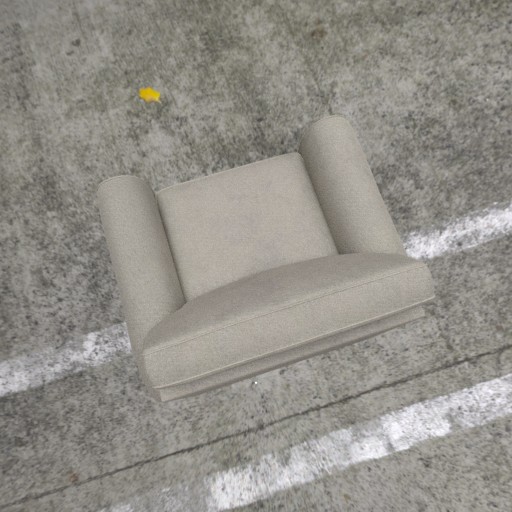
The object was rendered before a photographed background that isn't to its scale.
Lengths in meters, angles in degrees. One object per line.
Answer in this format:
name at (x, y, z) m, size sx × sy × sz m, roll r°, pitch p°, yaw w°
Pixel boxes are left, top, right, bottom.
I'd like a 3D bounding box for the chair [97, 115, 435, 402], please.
chair at (0.000, 0.000, 1.904) m, size 1.147 × 1.044 × 0.939 m, roll -17°, pitch 75°, yaw -5°
